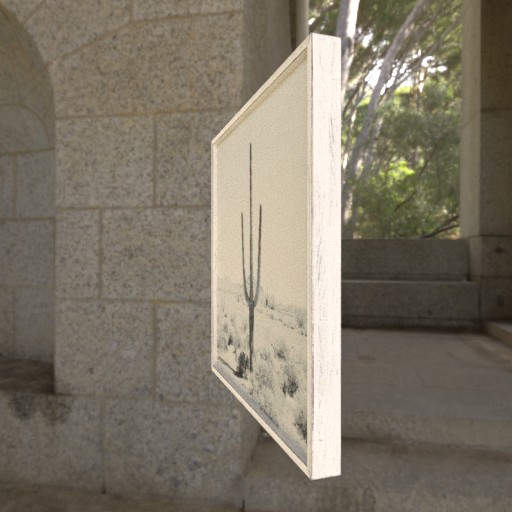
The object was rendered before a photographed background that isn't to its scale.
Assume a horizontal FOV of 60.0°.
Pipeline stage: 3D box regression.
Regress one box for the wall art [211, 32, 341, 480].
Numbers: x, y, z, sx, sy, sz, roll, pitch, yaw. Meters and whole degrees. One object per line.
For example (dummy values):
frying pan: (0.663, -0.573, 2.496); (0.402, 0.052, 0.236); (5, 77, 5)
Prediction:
wall art: (0.000, 0.000, 0.749); (0.038, 0.508, 0.508); (0, 0, -19)
